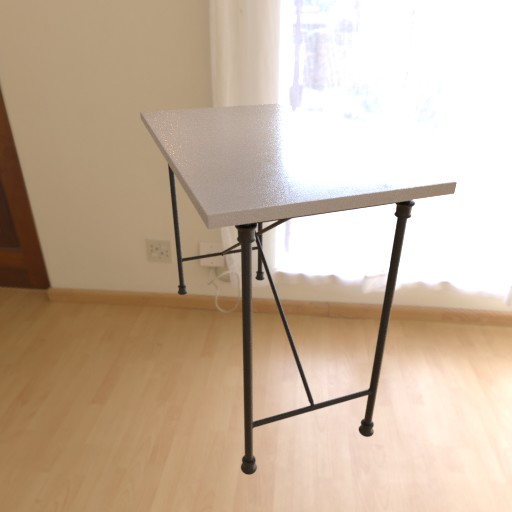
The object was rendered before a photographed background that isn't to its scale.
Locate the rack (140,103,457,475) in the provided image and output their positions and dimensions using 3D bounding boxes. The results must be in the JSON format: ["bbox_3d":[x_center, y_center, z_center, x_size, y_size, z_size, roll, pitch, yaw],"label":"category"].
[{"bbox_3d":[0.000,0.000,1.658,0.613,0.880,1.159,-9,30,-17],"label":"rack"}]
